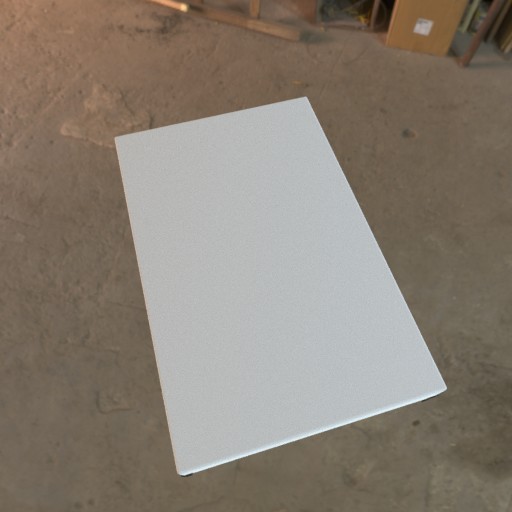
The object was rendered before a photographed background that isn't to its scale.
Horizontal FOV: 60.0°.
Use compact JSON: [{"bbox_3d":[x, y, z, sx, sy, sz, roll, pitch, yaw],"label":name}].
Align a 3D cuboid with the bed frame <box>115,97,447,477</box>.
[{"bbox_3d":[0.000,0.000,3.817,1.930,0.440,2.987,-14,63,-8],"label":"bed frame"}]
